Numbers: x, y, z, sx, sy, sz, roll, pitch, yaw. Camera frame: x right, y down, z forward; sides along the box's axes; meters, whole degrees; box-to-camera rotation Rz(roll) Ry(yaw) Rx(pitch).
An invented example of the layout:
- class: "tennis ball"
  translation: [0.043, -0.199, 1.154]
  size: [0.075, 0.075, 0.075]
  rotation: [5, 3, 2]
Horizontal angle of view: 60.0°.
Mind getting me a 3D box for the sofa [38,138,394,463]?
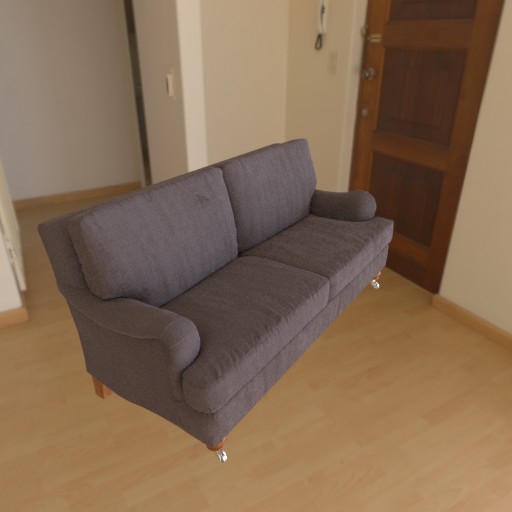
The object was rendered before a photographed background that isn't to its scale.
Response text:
- class: "sofa"
  translation: [0.000, 0.000, 2.772]
  size: [1.086, 1.087, 2.165]
  rotation: [18, 32, 31]
